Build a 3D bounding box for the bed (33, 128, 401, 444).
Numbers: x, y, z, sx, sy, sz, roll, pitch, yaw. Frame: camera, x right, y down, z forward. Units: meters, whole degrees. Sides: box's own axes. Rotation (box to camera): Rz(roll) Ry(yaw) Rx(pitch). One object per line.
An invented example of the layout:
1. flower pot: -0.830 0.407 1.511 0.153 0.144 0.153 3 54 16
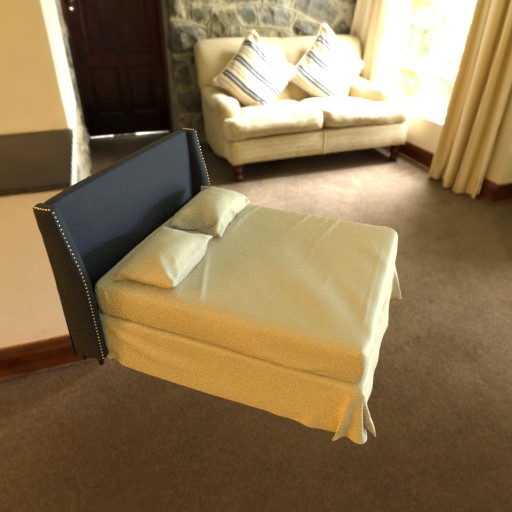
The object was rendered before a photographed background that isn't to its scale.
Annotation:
1. bed: 0.000 0.000 3.486 2.276 1.332 1.925 12 34 18
